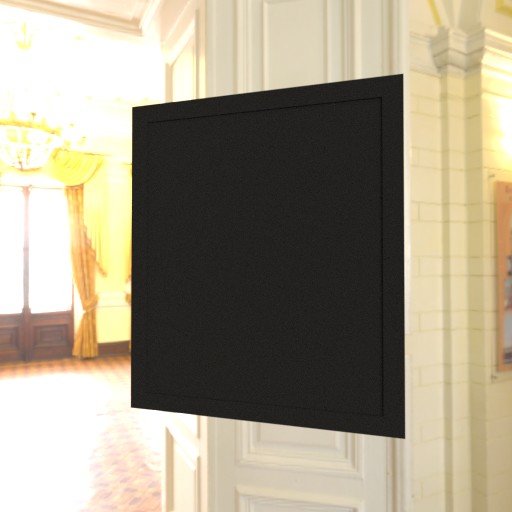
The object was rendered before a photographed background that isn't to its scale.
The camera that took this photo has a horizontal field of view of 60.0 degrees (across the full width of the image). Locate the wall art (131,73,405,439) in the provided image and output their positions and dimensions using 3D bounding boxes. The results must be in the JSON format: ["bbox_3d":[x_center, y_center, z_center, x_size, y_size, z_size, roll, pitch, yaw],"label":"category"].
[{"bbox_3d":[0.000,0.000,0.490,0.311,0.361,0.010,0,-1,18],"label":"wall art"}]
